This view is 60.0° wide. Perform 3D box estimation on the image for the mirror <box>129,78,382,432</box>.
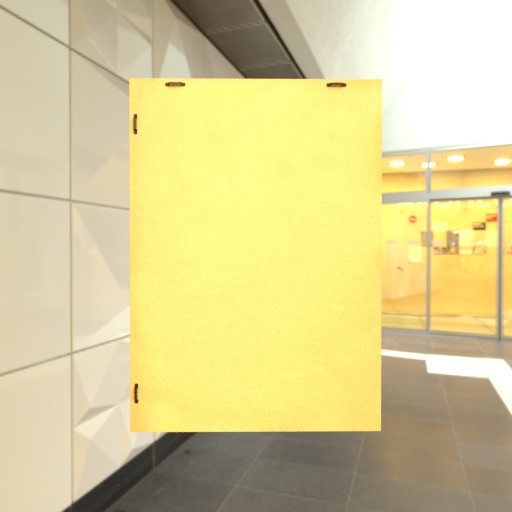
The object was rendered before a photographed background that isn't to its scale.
[{"bbox_3d":[0.000,0.000,0.907,0.507,0.710,0.040,0,1,-1],"label":"mirror"}]
